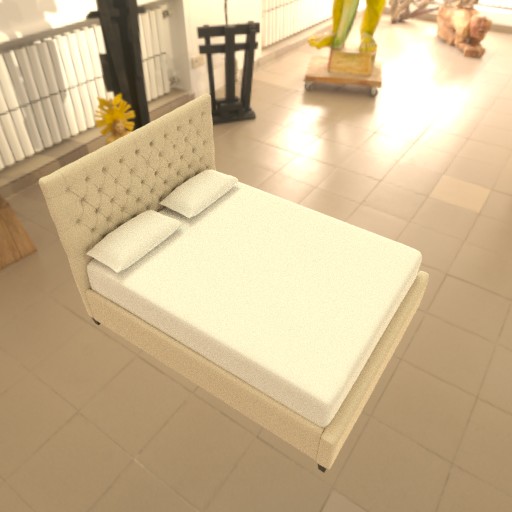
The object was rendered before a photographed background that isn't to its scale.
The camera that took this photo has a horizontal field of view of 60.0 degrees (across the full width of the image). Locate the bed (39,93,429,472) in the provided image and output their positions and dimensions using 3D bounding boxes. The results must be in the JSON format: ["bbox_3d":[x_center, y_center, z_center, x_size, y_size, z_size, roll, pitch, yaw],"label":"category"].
[{"bbox_3d":[0.000,0.000,3.308,2.233,1.426,1.696,25,48,25],"label":"bed"}]
